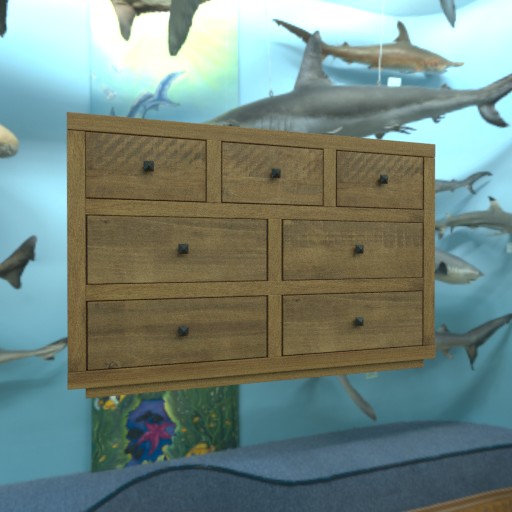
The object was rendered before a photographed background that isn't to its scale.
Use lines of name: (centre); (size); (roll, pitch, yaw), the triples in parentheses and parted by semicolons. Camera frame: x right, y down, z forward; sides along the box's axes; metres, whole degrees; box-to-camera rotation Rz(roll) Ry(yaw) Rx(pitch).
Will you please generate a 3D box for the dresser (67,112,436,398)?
dresser: (0.000, 0.000, 1.652); (1.261, 0.825, 0.479); (0, 1, -17)
